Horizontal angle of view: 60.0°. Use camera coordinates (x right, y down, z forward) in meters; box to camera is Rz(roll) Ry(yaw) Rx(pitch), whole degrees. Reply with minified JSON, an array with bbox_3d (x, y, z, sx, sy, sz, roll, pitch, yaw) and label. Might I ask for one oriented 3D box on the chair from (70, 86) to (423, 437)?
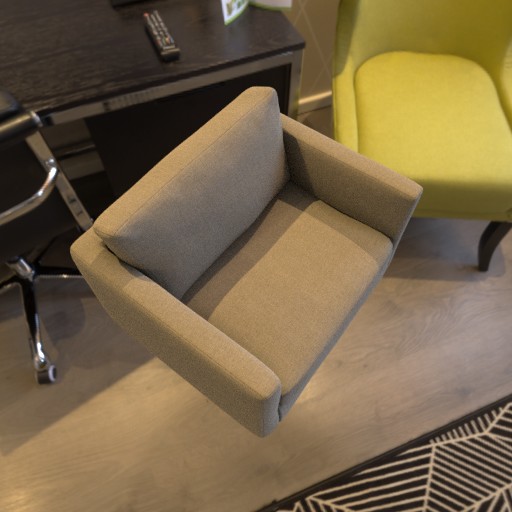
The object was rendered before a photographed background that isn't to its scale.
[{"bbox_3d":[0.000,0.000,1.930,0.959,0.963,1.107,33,64,19],"label":"chair"}]
